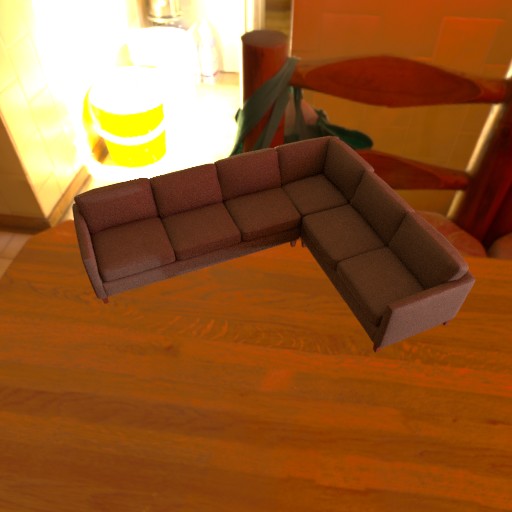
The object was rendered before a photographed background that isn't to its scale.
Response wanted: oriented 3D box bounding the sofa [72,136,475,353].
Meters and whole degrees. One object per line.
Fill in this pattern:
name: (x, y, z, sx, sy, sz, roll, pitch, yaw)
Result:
sofa: (0.000, 0.000, 4.558, 3.302, 0.947, 2.593, -17, 49, -15)
